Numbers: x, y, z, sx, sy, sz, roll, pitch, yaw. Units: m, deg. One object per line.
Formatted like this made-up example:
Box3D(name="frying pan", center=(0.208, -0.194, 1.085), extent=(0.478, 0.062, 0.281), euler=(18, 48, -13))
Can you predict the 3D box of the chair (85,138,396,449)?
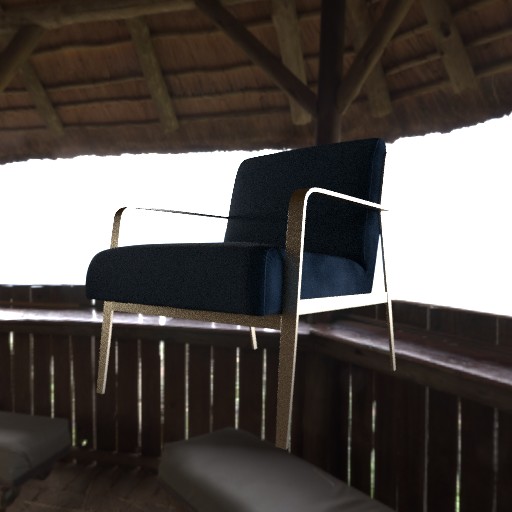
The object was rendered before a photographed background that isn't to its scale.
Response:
Box3D(name="chair", center=(0.000, 0.000, 1.441), extent=(0.692, 0.831, 0.859), euler=(0, 0, 36))
